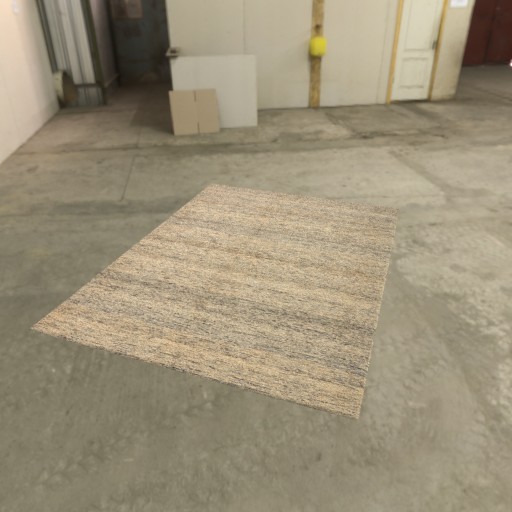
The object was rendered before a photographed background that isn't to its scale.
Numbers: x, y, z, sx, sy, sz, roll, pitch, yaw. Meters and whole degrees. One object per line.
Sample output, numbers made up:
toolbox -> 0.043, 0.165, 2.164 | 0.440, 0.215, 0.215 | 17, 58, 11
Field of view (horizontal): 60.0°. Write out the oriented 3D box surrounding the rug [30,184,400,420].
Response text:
rug -> 0.000, 0.000, 4.233 | 2.414, 0.036, 3.199 | 10, 32, 17
